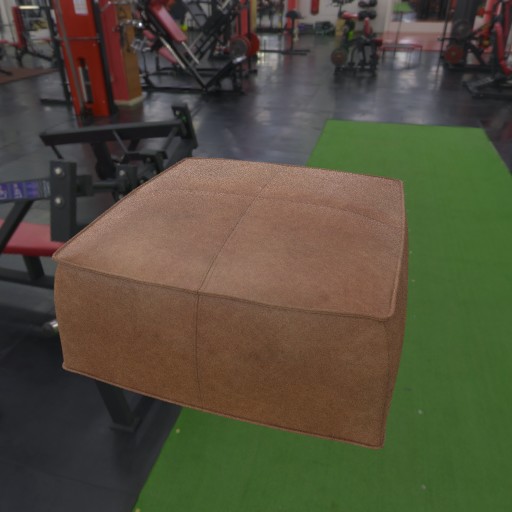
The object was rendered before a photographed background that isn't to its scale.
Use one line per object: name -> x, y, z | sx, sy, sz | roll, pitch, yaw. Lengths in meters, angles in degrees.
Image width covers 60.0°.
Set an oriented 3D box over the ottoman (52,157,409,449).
ottoman -> 0.000, 0.000, 1.361 | 0.902, 0.395, 0.901 | 9, 32, 15
